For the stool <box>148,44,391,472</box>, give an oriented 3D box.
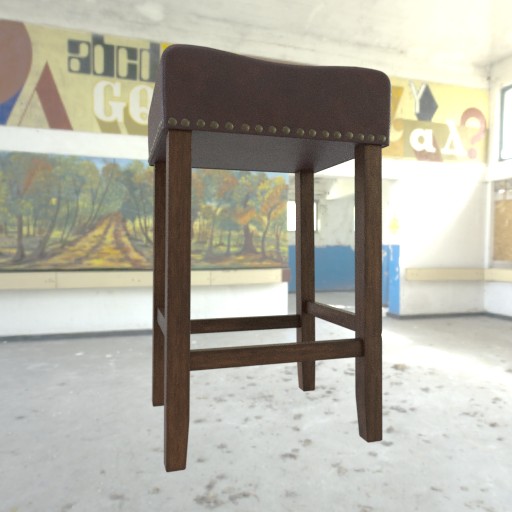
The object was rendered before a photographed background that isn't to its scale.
[{"bbox_3d":[0.000,0.000,1.030,0.465,0.769,0.401,0,1,-17],"label":"stool"}]
